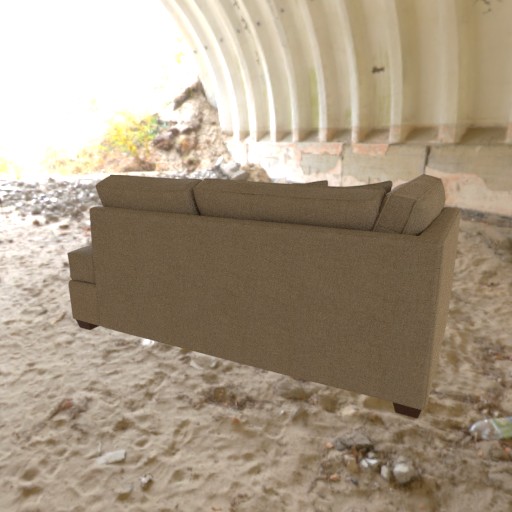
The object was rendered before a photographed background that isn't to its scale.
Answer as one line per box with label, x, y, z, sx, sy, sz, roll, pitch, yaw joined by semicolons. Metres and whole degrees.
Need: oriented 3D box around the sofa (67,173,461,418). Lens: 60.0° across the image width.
sofa;0.000;0.000;2.785;2.238;1.019;1.110;8;16;27
